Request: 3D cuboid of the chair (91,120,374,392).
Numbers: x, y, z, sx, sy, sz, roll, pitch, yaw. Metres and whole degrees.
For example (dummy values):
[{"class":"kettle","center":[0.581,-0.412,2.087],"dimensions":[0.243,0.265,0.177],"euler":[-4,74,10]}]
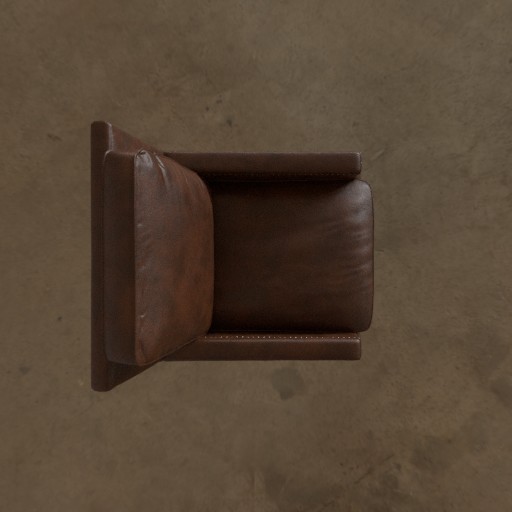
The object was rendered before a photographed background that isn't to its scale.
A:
[{"class":"chair","center":[0.000,0.000,1.828],"dimensions":[1.035,1.054,0.854],"euler":[0,90,0]}]
